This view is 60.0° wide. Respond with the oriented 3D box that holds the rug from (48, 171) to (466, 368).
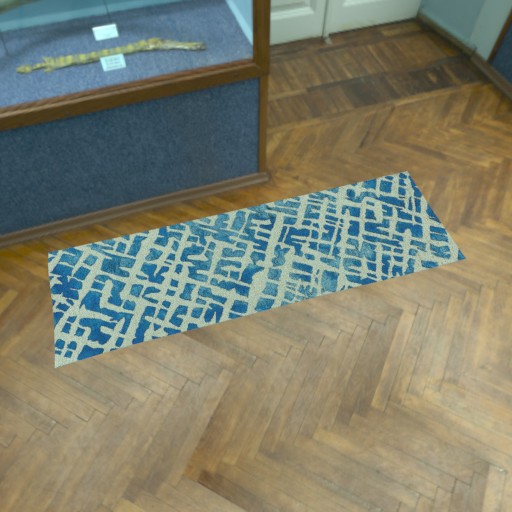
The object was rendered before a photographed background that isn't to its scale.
[{"bbox_3d":[0.000,0.000,2.719,2.446,0.011,0.768,-14,57,-9],"label":"rug"}]
